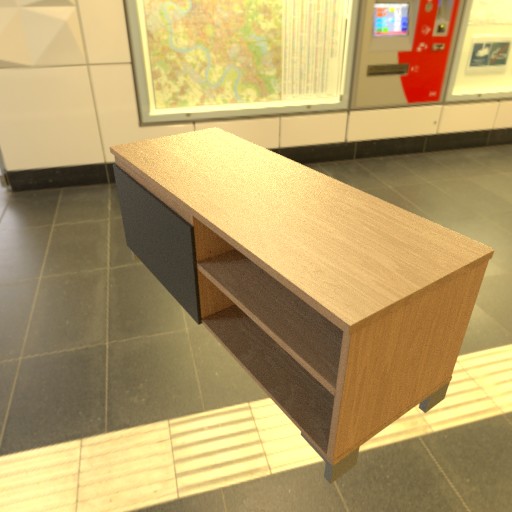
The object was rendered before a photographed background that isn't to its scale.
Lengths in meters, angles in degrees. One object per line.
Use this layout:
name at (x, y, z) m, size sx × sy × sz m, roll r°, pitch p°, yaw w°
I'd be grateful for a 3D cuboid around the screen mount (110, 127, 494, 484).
screen mount at (0.000, 0.000, 1.272) m, size 0.406 × 0.432 × 1.084 m, roll -20°, pitch 37°, yaw -29°
